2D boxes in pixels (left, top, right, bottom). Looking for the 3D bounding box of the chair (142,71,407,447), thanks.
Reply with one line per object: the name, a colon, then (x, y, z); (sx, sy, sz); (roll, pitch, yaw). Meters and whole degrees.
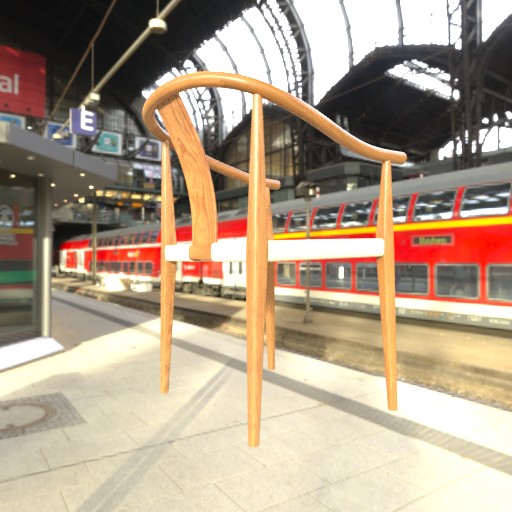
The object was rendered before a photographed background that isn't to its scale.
chair: (0.000, 0.000, 1.210); (0.579, 0.800, 0.556); (0, 0, -36)
